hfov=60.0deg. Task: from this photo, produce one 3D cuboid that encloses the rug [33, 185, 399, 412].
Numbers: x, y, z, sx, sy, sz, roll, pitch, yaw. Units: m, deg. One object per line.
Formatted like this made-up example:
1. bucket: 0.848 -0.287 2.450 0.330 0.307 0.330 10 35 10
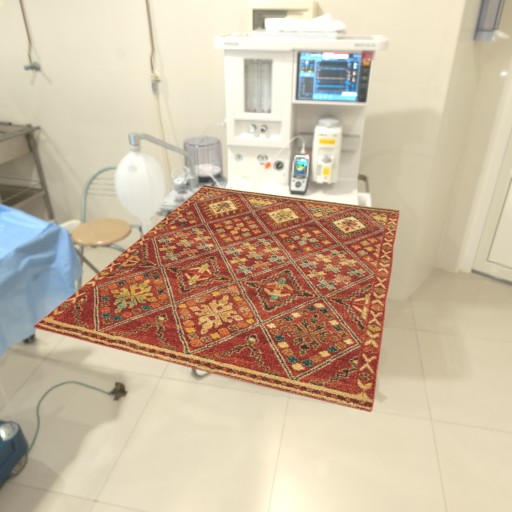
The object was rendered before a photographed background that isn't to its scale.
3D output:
1. rug: 0.000 0.000 4.225 2.489 0.030 3.086 10 31 16
